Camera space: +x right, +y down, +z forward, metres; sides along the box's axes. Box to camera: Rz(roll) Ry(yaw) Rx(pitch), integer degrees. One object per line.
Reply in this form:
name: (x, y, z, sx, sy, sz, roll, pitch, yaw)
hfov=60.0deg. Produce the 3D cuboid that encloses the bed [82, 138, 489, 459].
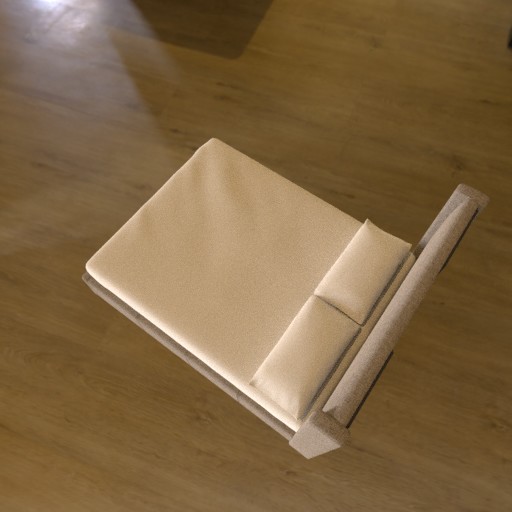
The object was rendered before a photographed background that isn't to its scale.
bed: (0.000, 0.000, 3.289, 2.245, 1.476, 1.714, 33, 68, 15)
